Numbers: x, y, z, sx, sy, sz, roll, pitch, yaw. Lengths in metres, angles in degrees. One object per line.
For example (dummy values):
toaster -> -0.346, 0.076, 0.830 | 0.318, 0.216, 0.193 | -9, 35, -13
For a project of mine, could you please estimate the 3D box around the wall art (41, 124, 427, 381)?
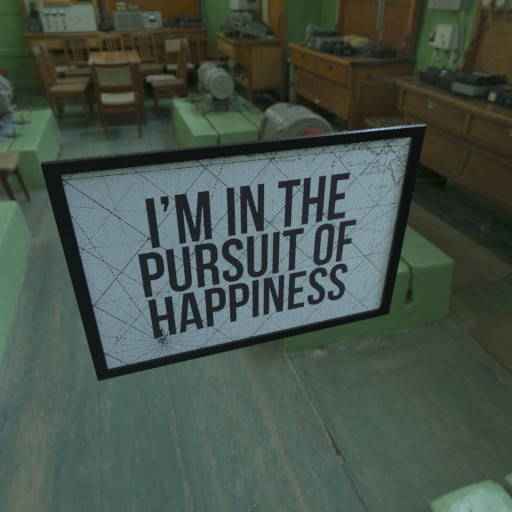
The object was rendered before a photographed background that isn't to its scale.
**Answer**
wall art -> 0.000, 0.000, 1.054 | 0.819, 0.552, 0.015 | -10, 33, -16
